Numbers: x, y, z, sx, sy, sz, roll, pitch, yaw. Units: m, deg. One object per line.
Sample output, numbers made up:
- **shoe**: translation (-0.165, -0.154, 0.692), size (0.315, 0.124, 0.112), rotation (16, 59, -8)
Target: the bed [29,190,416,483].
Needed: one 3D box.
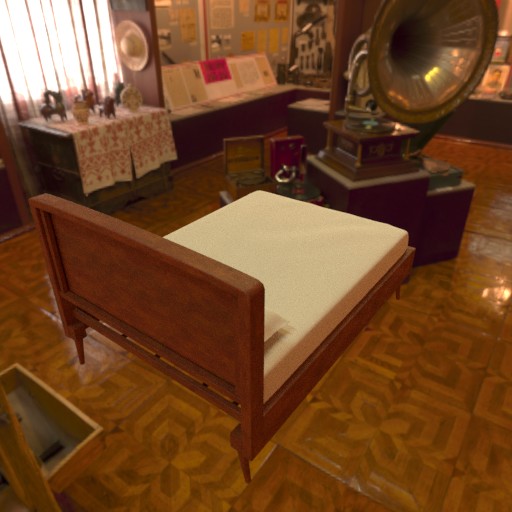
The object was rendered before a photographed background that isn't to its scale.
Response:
- **bed**: translation (0.000, 0.000, 3.157), size (1.587, 1.275, 2.196), rotation (20, 36, 31)
